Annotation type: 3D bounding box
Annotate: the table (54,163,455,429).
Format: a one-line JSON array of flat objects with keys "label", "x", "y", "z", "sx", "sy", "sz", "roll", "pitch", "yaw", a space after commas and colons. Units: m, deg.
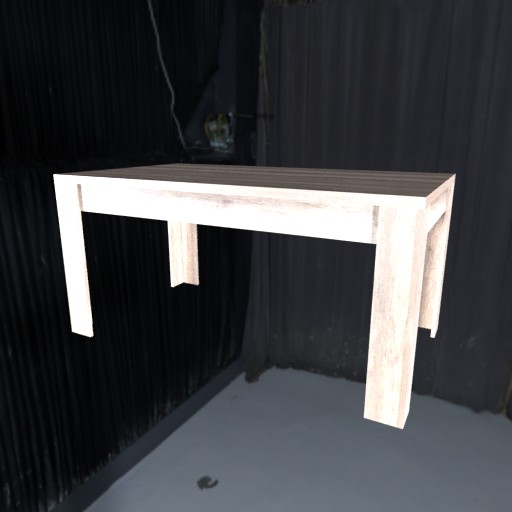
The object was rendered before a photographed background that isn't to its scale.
[{"label": "table", "x": 0.000, "y": 0.000, "z": 2.127, "sx": 1.600, "sy": 0.775, "sz": 0.900, "roll": 8, "pitch": 17, "yaw": 27}]
